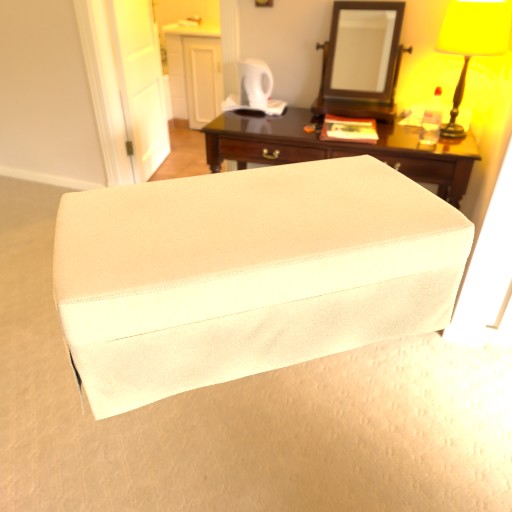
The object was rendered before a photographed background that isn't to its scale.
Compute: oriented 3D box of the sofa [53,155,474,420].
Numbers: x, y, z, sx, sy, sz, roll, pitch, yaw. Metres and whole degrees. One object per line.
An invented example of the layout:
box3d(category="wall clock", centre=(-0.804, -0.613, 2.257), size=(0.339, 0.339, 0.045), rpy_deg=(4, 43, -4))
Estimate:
box3d(category="sofa", centre=(0.000, 0.000, 2.066), size=(1.677, 0.552, 0.939), rpy_deg=(-10, 34, -16))
